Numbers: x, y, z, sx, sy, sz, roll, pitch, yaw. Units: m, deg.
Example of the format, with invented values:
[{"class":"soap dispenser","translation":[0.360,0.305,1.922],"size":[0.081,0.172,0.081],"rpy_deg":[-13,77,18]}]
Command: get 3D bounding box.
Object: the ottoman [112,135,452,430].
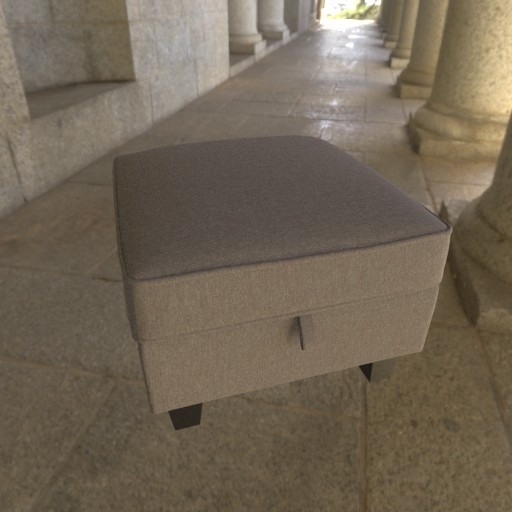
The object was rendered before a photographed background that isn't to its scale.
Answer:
[{"class":"ottoman","translation":[0.000,0.000,1.408],"size":[0.808,0.612,0.871],"rpy_deg":[-9,32,-14]}]
